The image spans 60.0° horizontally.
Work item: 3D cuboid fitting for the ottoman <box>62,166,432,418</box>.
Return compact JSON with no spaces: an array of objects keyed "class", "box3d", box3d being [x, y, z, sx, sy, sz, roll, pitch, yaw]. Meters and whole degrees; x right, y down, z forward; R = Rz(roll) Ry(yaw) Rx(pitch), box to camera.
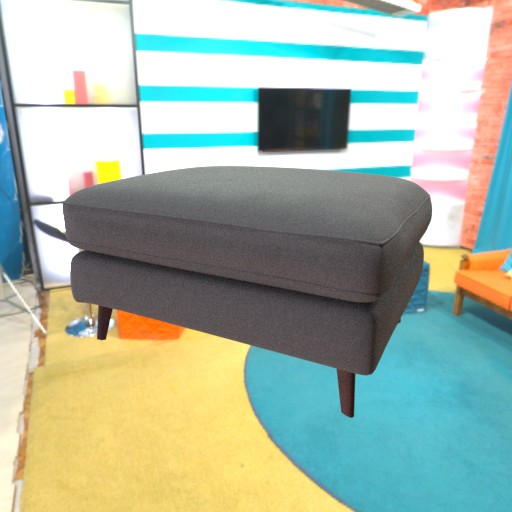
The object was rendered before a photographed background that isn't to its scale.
[{"class":"ottoman","box3d":[0.000,0.000,1.188,0.811,0.449,0.608,9,20,27]}]
